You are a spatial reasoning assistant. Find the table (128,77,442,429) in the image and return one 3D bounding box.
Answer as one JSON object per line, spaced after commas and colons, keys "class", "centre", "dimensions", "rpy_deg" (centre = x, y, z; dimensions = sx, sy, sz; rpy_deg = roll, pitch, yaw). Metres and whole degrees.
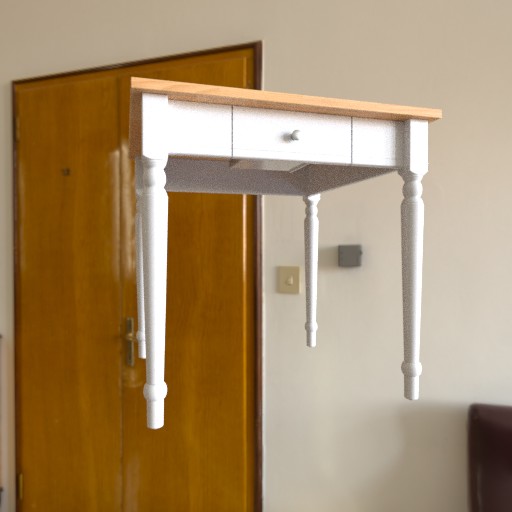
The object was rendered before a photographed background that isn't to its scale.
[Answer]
{"class": "table", "centre": [0.000, 0.000, 1.364], "dimensions": [0.747, 0.738, 0.747], "rpy_deg": [0, 1, -16]}
